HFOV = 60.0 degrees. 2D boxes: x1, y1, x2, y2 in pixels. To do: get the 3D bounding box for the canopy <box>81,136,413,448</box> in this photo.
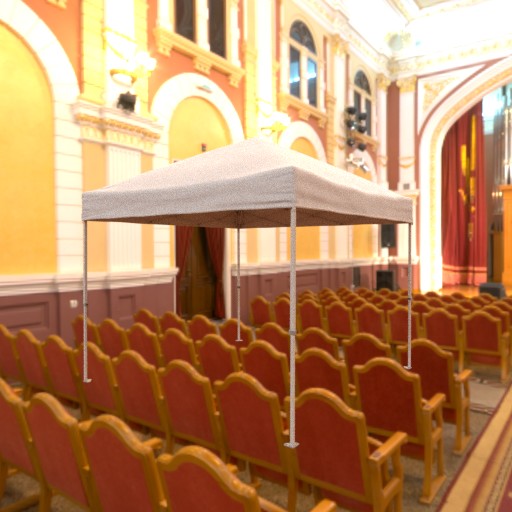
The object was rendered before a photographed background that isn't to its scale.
[{"bbox_3d":[0.000,0.000,5.586,2.998,2.997,2.996,1,1,37],"label":"canopy"}]
